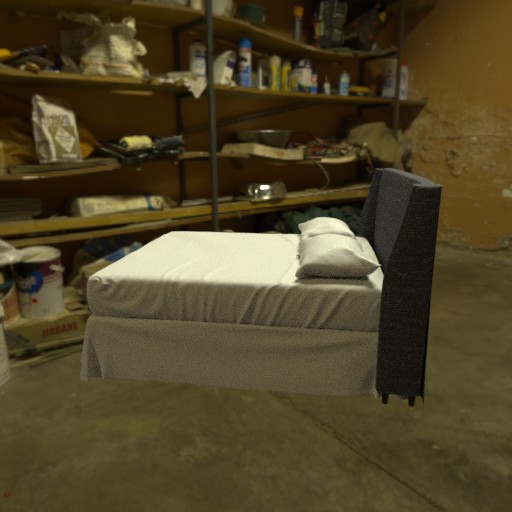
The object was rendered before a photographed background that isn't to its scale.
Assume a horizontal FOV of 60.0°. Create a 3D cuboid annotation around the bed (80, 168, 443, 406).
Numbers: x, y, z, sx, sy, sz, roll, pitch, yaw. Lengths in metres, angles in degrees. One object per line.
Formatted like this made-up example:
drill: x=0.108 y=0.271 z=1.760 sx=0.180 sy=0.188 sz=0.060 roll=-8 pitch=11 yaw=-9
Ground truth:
bed: x=0.000 y=0.000 z=3.520 sx=2.276 sy=1.332 sz=1.925 roll=2 pitch=14 yaw=8
